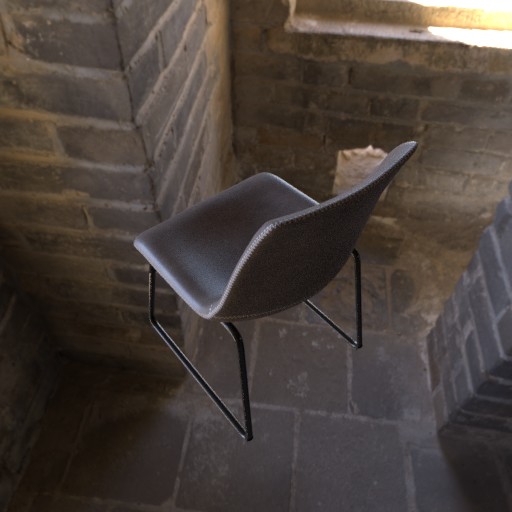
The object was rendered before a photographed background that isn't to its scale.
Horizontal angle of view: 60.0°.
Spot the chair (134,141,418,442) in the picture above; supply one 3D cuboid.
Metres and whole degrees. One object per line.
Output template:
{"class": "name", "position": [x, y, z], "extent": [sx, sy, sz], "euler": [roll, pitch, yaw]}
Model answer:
{"class": "chair", "position": [0.000, 0.000, 1.111], "extent": [0.460, 0.780, 0.550], "euler": [-31, 55, -26]}
